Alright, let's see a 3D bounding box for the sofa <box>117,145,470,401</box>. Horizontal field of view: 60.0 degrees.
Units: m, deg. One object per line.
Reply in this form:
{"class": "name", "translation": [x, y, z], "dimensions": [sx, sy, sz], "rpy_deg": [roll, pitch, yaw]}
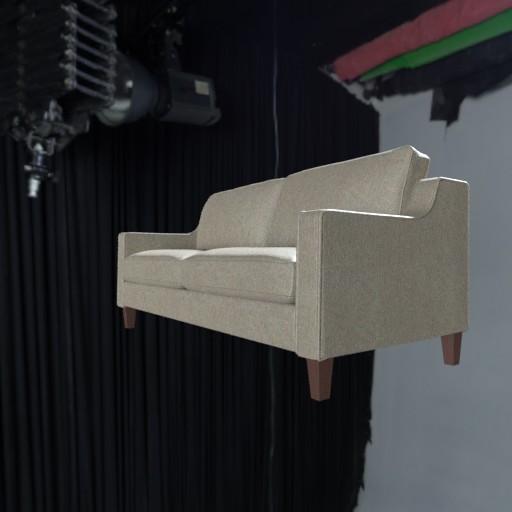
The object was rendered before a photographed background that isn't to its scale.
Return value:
{"class": "sofa", "translation": [0.000, 0.000, 2.767], "dimensions": [1.073, 1.074, 2.181], "rpy_deg": [0, 0, -36]}
